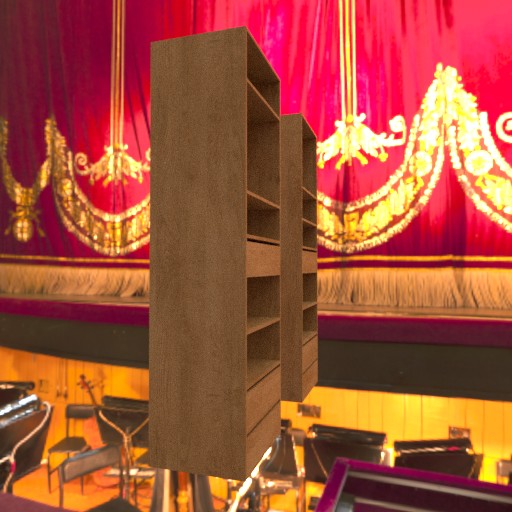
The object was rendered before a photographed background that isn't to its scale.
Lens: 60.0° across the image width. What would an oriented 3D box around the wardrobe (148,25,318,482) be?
[{"bbox_3d":[0.000,0.000,2.857,0.480,2.000,1.770,0,-1,18],"label":"wardrobe"}]
